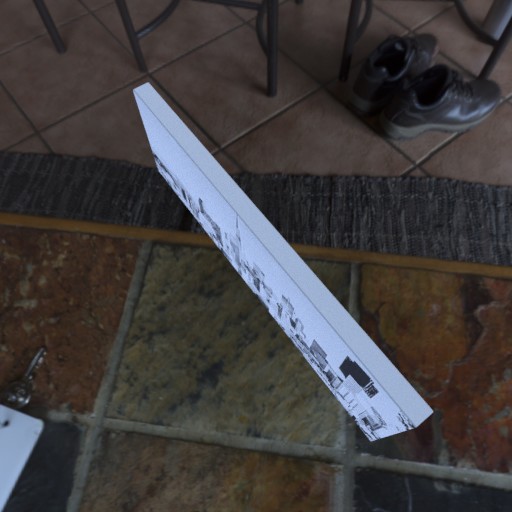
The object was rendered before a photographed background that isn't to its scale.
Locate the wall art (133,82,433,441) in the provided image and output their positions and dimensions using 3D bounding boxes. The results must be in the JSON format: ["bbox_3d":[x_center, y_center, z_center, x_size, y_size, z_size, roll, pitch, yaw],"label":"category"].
[{"bbox_3d":[0.000,0.000,0.847,0.036,0.256,0.766,-33,68,-15],"label":"wall art"}]
